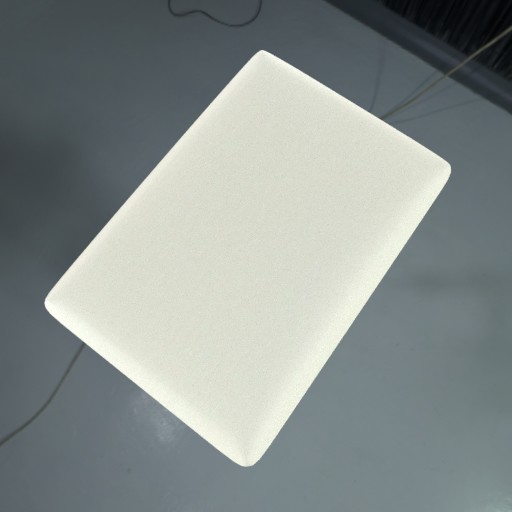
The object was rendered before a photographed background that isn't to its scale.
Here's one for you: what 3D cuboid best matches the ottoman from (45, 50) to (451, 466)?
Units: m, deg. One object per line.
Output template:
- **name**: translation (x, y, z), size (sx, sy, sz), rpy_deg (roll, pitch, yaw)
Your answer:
- **ottoman**: translation (0.000, 0.000, 1.198), size (0.581, 0.497, 0.835), rpy_deg (35, 77, 9)
